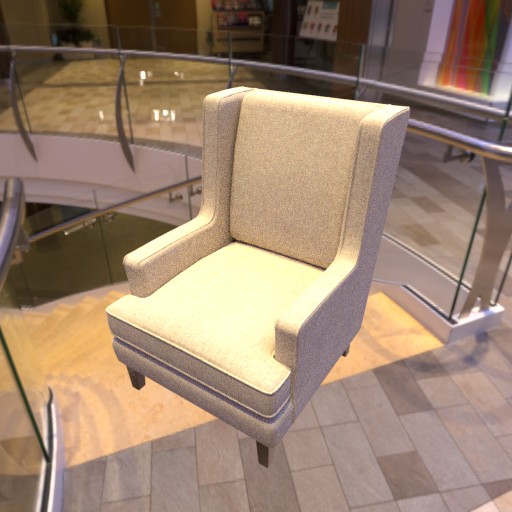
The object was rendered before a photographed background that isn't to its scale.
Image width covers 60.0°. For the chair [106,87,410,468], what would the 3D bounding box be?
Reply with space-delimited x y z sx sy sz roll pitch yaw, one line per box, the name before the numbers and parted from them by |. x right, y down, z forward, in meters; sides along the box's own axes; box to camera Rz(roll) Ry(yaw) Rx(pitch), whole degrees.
chair | 0.000 0.000 1.747 0.764 1.082 0.948 19 35 29
